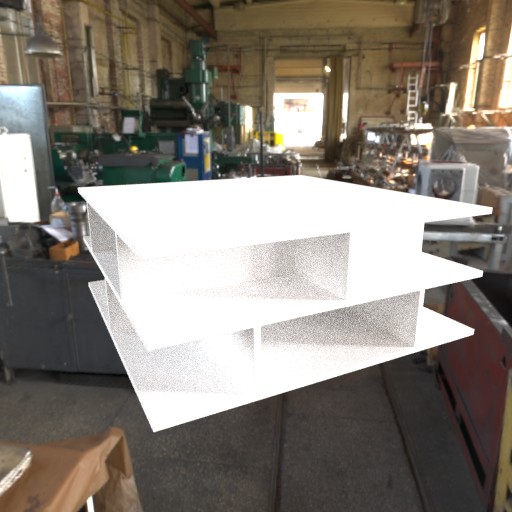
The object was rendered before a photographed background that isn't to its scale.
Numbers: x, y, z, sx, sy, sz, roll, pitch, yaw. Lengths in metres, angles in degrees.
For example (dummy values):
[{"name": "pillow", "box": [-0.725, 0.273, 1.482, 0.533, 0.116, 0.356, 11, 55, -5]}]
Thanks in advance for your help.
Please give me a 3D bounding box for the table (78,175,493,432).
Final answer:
[{"name": "table", "box": [0.000, 0.000, 1.068, 0.700, 0.289, 0.700, -8, 18, -26]}]
